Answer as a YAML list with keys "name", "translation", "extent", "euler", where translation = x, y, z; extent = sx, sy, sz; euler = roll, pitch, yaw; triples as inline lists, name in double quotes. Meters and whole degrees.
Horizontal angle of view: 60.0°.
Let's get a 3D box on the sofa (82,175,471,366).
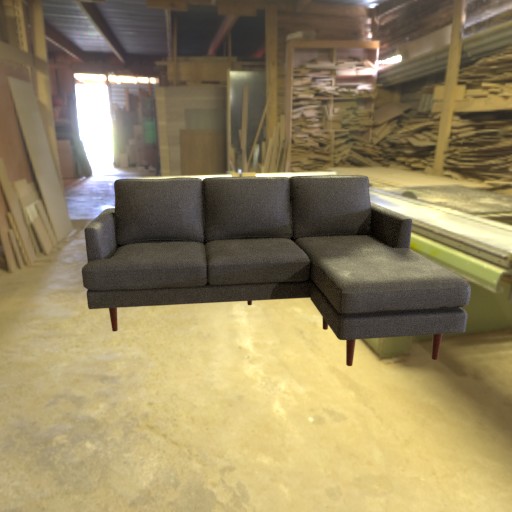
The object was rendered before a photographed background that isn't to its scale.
- name: "sofa"
  translation: [0.000, 0.000, 3.011]
  extent: [2.233, 0.956, 1.504]
  euler: [-2, 16, -8]
